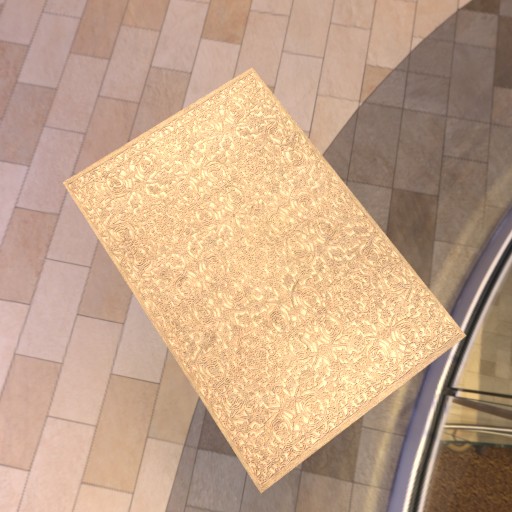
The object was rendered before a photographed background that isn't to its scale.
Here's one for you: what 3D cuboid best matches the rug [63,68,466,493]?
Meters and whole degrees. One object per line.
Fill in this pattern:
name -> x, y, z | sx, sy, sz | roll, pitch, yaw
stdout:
rug -> 0.000, 0.000, 2.253 | 1.221, 0.006, 1.827 | -34, 79, -8
